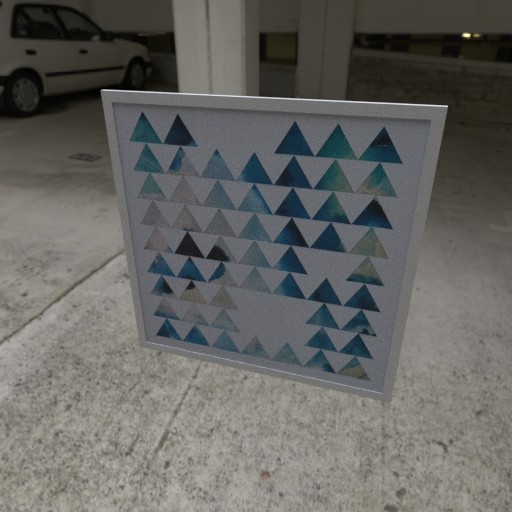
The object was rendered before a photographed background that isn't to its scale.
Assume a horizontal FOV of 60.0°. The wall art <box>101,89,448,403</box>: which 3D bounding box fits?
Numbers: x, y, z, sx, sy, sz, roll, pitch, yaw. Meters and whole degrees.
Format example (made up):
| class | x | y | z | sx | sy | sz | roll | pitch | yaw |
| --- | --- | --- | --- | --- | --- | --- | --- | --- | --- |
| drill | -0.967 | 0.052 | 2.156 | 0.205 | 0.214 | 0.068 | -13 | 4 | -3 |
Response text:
| class | x | y | z | sx | sy | sz | roll | pitch | yaw |
| --- | --- | --- | --- | --- | --- | --- | --- | --- | --- |
| wall art | 0.000 | 0.000 | 0.670 | 0.456 | 0.456 | 0.007 | 8 | 29 | 16 |
